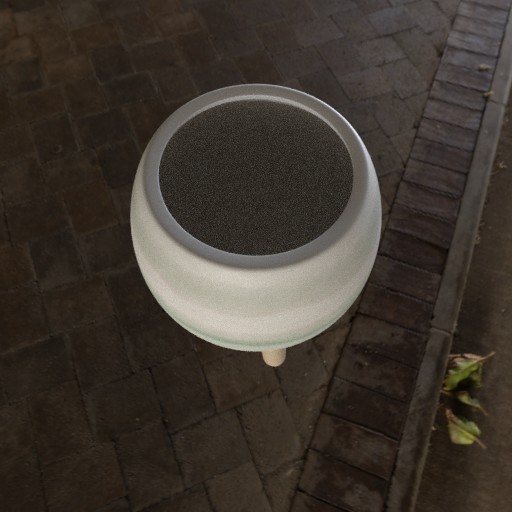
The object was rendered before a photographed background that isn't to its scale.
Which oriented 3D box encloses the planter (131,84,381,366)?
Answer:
[{"bbox_3d":[0.000,0.000,0.340,0.161,0.224,0.161,0,65,0],"label":"planter"}]
